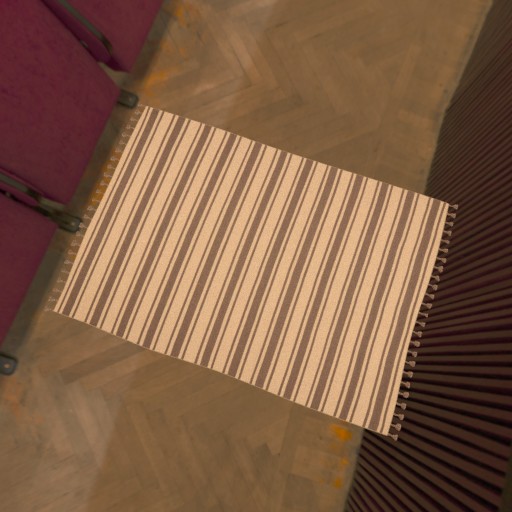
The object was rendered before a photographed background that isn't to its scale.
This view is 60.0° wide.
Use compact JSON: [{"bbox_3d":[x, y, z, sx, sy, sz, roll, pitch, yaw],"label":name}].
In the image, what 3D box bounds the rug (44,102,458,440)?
[{"bbox_3d":[0.000,0.000,3.744,3.040,0.017,2.030,19,77,4],"label":"rug"}]
